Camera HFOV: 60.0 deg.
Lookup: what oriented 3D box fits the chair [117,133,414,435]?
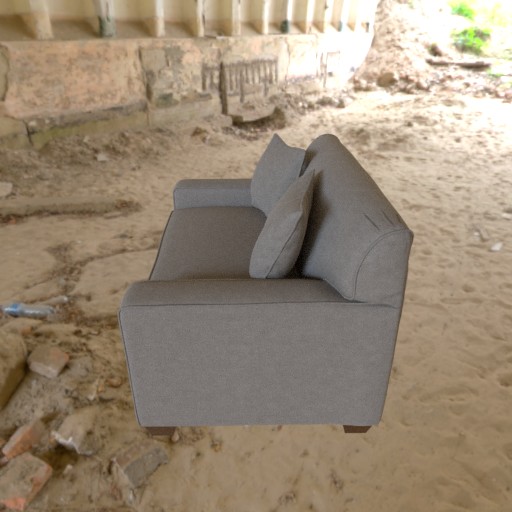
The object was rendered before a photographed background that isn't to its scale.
[{"bbox_3d":[0.000,0.000,2.131,0.992,0.953,1.395,0,27,-1],"label":"chair"}]
